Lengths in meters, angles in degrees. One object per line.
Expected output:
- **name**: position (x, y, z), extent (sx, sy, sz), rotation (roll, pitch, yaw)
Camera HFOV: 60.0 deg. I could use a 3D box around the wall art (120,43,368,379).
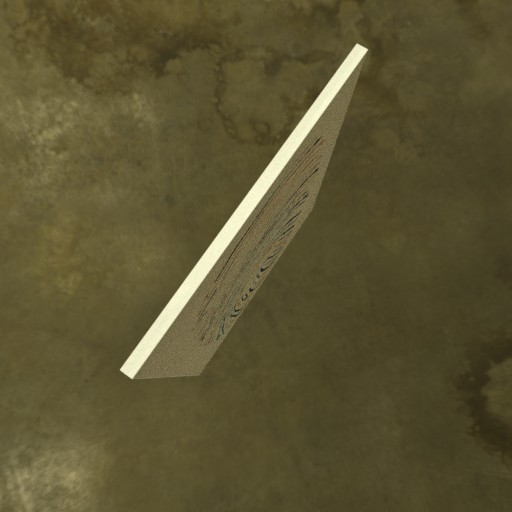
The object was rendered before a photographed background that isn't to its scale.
- **wall art**: position (0.000, 0.000, 0.986), extent (0.021, 0.710, 0.609), rotation (33, 78, 8)
